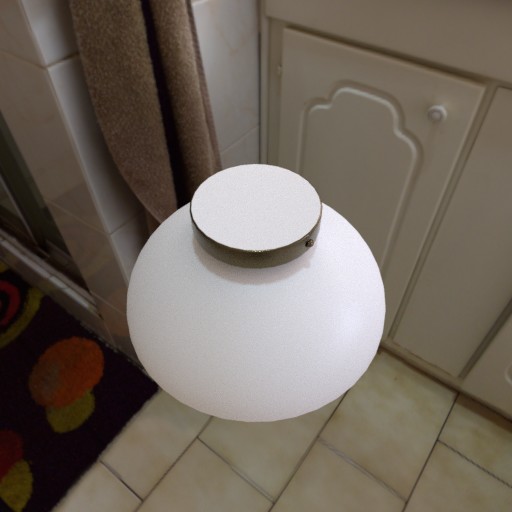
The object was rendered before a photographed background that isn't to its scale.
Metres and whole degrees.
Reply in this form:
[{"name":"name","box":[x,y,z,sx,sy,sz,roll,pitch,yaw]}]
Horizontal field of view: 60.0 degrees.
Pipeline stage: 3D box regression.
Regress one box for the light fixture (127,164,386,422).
[{"name":"light fixture","box":[0.000,0.000,0.562,0.355,0.177,0.355,0,48,0]}]
